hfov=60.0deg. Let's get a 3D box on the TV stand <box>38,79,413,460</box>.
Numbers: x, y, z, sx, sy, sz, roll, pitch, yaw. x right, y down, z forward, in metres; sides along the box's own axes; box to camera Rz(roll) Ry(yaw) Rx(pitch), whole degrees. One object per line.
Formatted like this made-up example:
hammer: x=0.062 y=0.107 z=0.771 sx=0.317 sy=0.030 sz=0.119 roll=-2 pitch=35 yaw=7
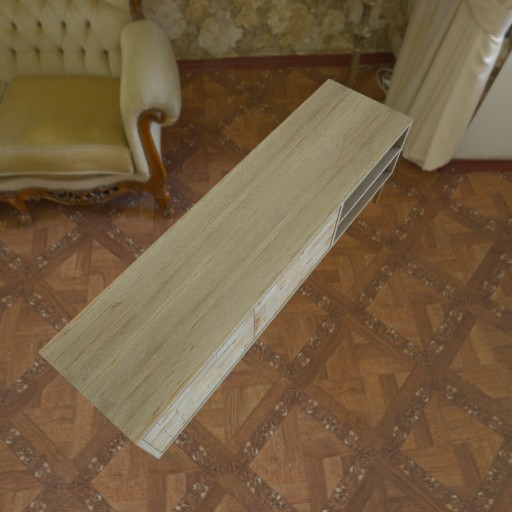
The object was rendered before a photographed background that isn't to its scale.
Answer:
TV stand: x=0.000 y=0.000 z=1.829 sx=0.420 sy=0.550 sz=1.600 roll=34 pitch=65 yaw=18
